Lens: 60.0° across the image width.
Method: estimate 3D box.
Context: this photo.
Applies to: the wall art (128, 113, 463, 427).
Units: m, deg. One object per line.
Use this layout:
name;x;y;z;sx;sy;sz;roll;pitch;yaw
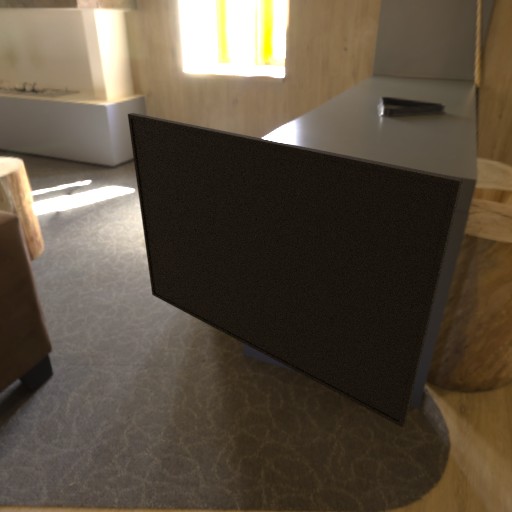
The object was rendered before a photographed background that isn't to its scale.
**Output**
wall art;0.000;0.000;1.522;1.190;0.805;0.028;21;35;33
